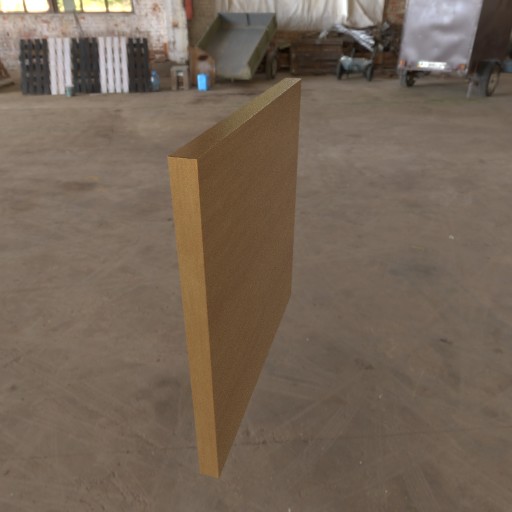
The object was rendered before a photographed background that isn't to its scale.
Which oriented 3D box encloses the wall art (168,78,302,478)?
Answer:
[{"bbox_3d":[0.000,0.000,0.459,0.019,0.302,0.302,9,31,14],"label":"wall art"}]
